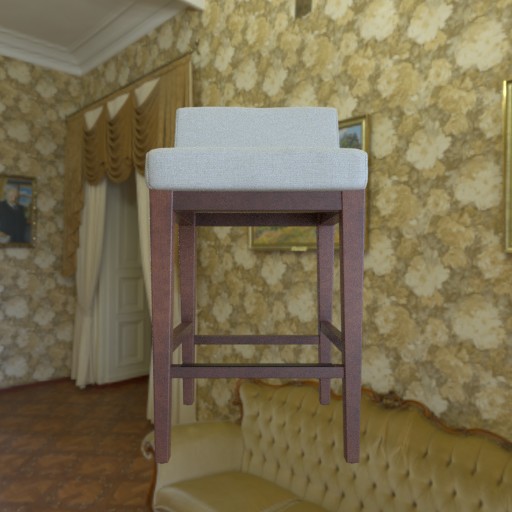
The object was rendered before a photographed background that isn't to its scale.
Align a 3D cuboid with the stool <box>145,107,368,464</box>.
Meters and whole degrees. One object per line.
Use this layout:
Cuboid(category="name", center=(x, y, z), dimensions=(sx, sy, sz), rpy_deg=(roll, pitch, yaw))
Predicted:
Cuboid(category="stool", center=(0.000, 0.000, 1.218), dimensions=(0.511, 0.937, 0.500), rpy_deg=(0, 0, 0))
